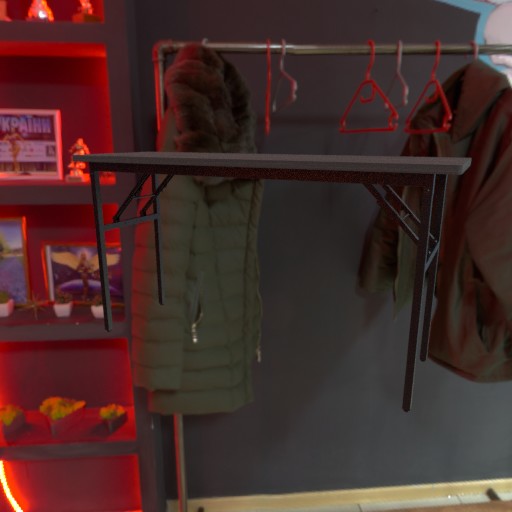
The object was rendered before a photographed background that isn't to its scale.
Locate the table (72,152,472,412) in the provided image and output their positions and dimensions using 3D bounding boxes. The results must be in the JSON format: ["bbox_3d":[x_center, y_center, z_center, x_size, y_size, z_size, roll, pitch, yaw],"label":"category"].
[{"bbox_3d":[0.000,0.000,1.707,1.399,0.750,0.449,8,17,27],"label":"table"}]
